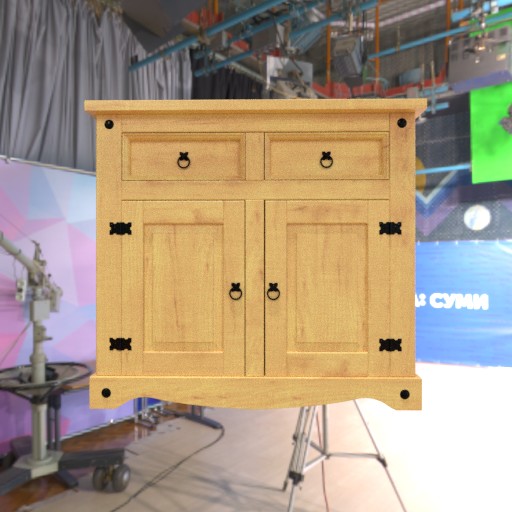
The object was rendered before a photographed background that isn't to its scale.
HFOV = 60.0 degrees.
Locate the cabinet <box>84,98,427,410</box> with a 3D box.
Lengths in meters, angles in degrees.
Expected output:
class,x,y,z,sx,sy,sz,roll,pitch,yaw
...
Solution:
class,x,y,z,sx,sy,sz,roll,pitch,yaw
cabinet,0.000,0.000,1.414,0.920,0.840,0.450,0,0,1
